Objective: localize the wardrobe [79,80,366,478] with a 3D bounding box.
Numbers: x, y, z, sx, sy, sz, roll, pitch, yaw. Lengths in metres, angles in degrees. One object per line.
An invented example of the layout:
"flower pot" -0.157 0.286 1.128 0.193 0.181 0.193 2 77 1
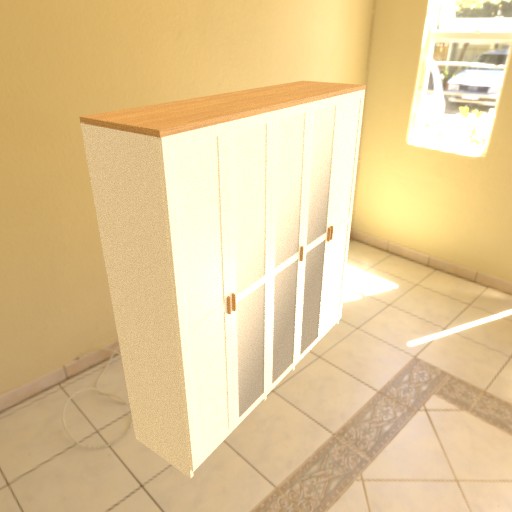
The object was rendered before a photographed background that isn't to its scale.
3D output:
"wardrobe" 0.000 0.000 3.328 0.590 2.260 2.160 18 32 32
